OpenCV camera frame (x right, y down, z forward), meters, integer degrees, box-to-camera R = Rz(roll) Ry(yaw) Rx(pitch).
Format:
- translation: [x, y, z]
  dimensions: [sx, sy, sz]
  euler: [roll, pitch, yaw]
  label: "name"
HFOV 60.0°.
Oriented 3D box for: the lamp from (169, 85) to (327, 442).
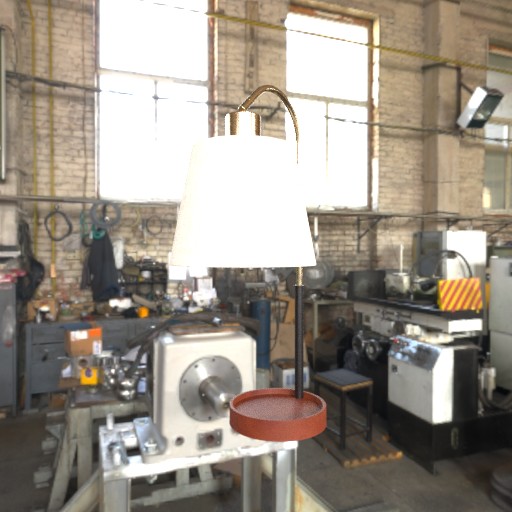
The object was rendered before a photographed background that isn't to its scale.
- translation: [0.000, 0.000, 0.668]
  dimensions: [0.211, 0.536, 0.273]
  euler: [0, 1, 37]
  label: "lamp"
